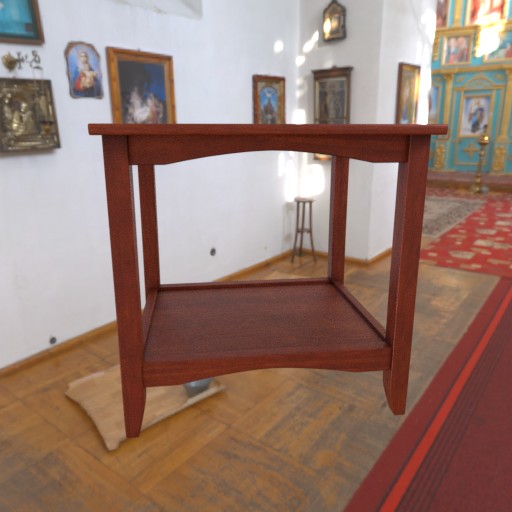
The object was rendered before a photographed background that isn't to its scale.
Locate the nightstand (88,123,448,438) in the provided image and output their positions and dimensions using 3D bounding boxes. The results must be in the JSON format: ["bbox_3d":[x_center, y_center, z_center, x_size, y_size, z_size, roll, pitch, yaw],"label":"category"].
[{"bbox_3d":[0.000,0.000,0.989,0.558,0.558,0.501,-2,16,-7],"label":"nightstand"}]
